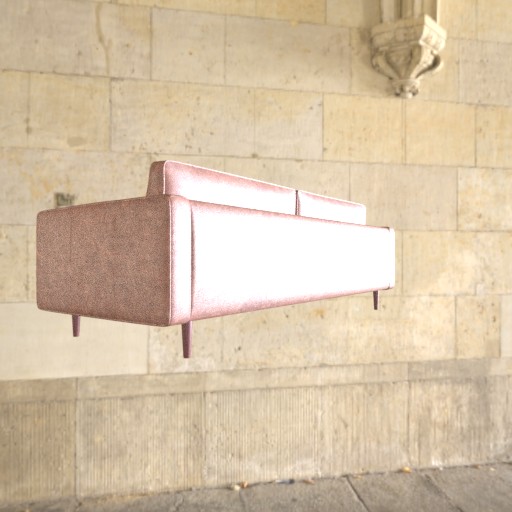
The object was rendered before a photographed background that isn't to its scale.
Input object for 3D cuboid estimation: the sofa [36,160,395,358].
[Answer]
[{"bbox_3d":[0.000,0.000,2.625,0.914,0.762,2.210,0,0,37],"label":"sofa"}]
